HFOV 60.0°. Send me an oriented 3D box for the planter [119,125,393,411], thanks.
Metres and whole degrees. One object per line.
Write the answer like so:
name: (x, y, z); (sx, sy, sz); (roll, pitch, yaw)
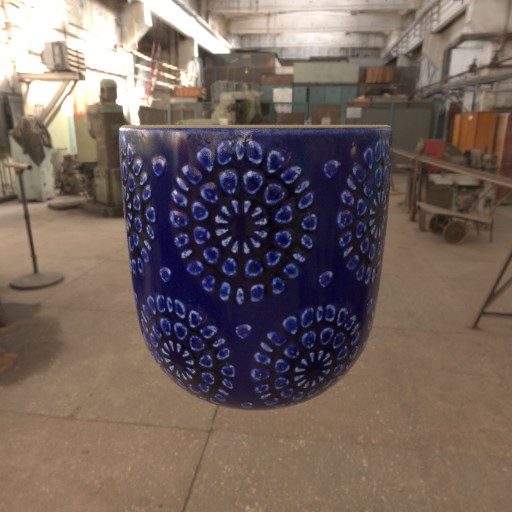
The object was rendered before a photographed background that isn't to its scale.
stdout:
planter: (0.000, 0.000, 0.197); (0.109, 0.112, 0.109); (0, 16, 0)
